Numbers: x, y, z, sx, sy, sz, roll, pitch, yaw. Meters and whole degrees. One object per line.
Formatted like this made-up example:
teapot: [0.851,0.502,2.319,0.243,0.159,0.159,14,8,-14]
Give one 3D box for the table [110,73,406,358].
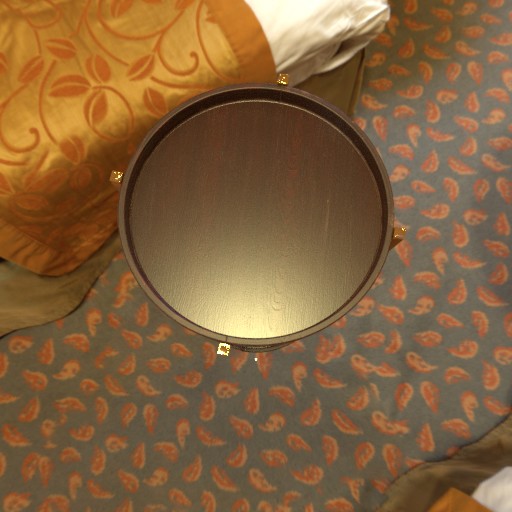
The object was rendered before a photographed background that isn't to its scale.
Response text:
table: [0.000,0.000,0.885,0.400,0.610,0.400,11,77,3]
